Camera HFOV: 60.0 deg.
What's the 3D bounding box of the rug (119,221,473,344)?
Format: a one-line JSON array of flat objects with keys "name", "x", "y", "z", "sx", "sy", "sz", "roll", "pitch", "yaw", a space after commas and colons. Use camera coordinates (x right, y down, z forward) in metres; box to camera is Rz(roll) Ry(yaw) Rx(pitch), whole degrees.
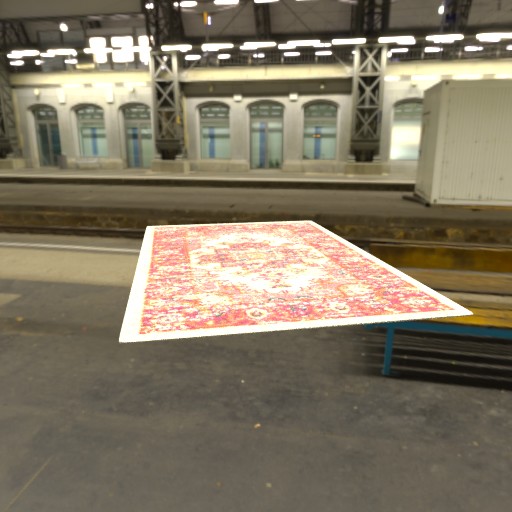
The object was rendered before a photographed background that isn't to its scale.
[{"name": "rug", "x": 0.000, "y": 0.000, "z": 1.078, "sx": 0.556, "sy": 0.004, "sz": 0.868, "roll": -3, "pitch": 15, "yaw": -10}]
